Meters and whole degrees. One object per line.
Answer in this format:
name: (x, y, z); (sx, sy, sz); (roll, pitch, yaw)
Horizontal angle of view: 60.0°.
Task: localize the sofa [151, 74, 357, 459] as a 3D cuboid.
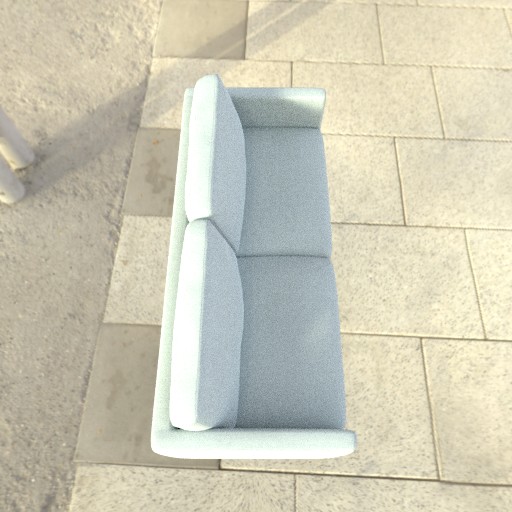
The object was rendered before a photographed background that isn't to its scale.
sofa: (0.000, 0.000, 2.667); (0.951, 0.965, 2.208); (0, 64, 0)
